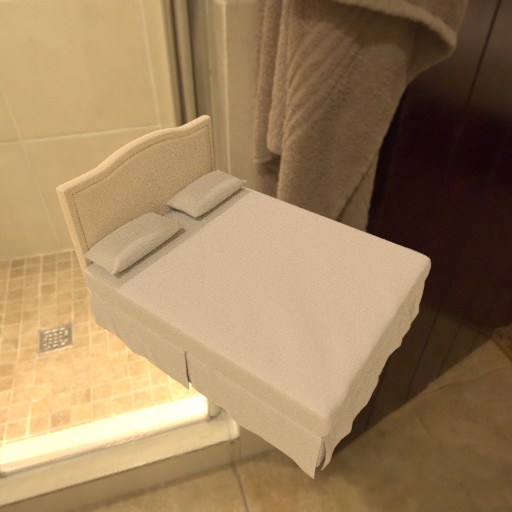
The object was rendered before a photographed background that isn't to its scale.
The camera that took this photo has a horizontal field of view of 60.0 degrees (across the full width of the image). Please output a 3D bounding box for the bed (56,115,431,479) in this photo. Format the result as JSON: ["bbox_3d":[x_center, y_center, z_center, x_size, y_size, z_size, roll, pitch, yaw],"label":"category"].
[{"bbox_3d":[0.000,0.000,3.666,2.477,1.437,1.977,25,46,27],"label":"bed"}]
